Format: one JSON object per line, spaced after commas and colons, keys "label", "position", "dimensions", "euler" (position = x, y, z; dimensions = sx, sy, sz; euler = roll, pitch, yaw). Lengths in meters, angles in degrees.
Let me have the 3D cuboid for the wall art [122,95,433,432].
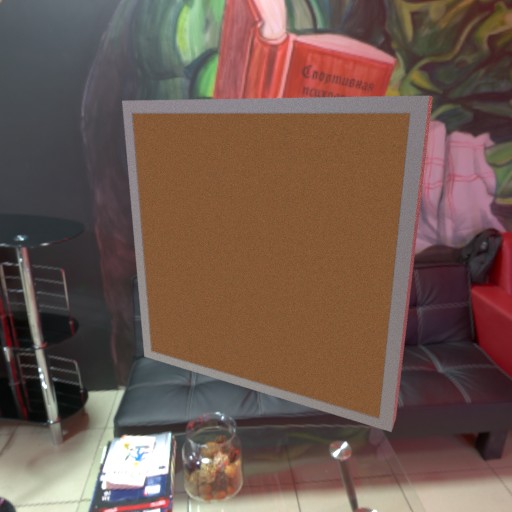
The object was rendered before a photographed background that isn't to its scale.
{"label": "wall art", "position": [0.000, 0.000, 0.757], "dimensions": [0.506, 0.506, 0.038], "euler": [9, 20, 26]}
